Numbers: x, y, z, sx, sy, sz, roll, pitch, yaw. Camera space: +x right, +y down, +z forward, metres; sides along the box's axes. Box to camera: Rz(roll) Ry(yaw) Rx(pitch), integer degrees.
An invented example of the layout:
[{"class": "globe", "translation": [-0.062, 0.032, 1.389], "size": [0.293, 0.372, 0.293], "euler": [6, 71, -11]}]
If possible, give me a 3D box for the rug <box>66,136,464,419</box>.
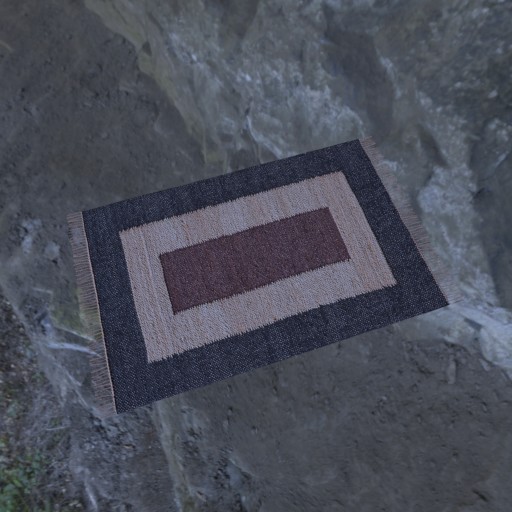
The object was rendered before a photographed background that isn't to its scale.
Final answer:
[{"class": "rug", "translation": [0.000, 0.000, 2.543], "size": [2.021, 0.027, 1.224], "euler": [-16, 65, -8]}]
